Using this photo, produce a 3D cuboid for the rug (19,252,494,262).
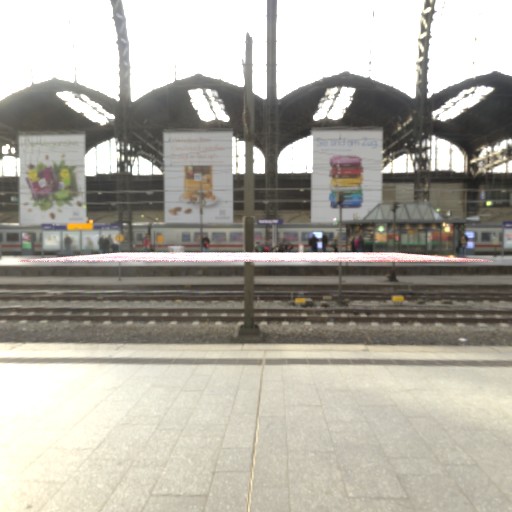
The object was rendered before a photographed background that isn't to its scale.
[{"bbox_3d":[0.000,0.000,2.308,1.829,0.006,1.219,0,2,0],"label":"rug"}]
